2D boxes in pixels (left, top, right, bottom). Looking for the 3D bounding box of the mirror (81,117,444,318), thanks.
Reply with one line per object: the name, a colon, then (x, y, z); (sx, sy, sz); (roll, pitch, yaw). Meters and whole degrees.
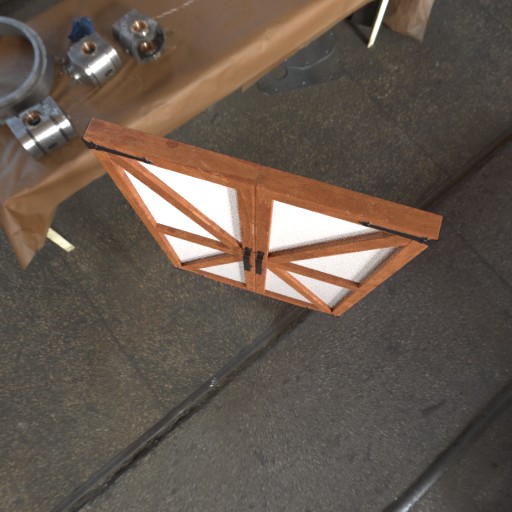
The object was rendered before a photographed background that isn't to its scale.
mirror: (0.000, 0.000, 0.976); (0.517, 0.761, 0.053); (17, 75, 5)
